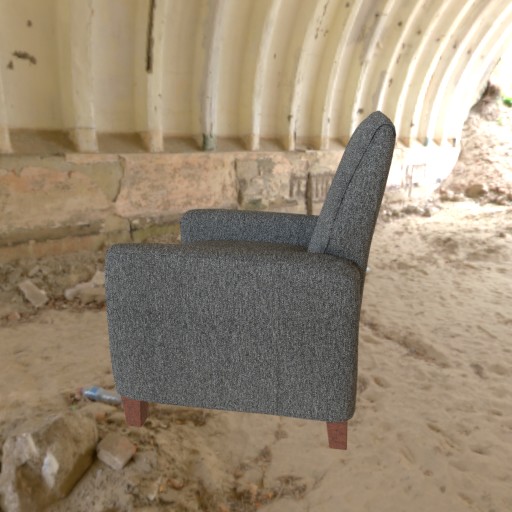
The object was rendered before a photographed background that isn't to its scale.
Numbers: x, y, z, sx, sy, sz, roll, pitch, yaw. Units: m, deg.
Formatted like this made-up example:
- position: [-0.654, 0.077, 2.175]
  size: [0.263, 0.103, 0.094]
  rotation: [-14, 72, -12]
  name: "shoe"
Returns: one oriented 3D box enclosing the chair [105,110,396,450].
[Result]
- position: [0.000, 0.000, 1.645]
  size: [0.864, 1.014, 0.848]
  rotation: [2, 14, 10]
  name: "chair"
